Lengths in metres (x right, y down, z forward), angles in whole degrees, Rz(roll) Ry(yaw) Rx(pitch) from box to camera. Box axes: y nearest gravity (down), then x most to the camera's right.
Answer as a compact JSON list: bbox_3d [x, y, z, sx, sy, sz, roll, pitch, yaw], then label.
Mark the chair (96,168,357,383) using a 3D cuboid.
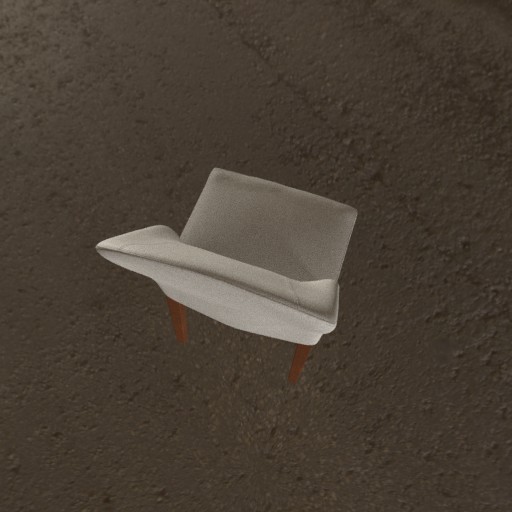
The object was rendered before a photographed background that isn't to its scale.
[{"bbox_3d":[0.000,0.000,1.227,0.472,0.893,0.540,18,65,8],"label":"chair"}]
